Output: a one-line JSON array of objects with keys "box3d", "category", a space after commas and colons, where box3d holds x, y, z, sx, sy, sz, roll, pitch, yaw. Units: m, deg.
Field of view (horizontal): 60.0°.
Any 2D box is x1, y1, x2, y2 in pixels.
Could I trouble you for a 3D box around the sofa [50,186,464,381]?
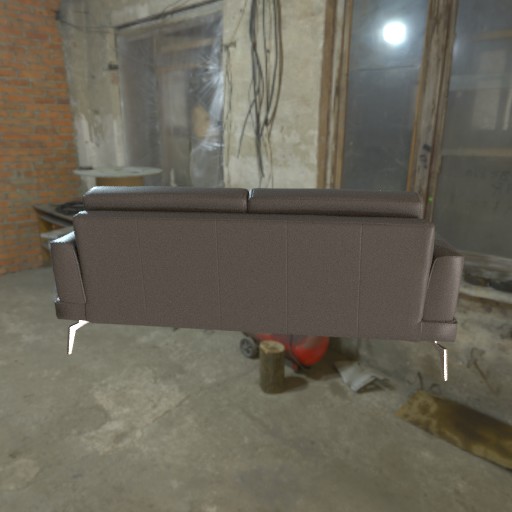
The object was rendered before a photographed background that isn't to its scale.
[{"box3d": [0.000, 0.000, 2.760, 2.177, 0.930, 1.121, 2, 16, 7], "category": "sofa"}]
